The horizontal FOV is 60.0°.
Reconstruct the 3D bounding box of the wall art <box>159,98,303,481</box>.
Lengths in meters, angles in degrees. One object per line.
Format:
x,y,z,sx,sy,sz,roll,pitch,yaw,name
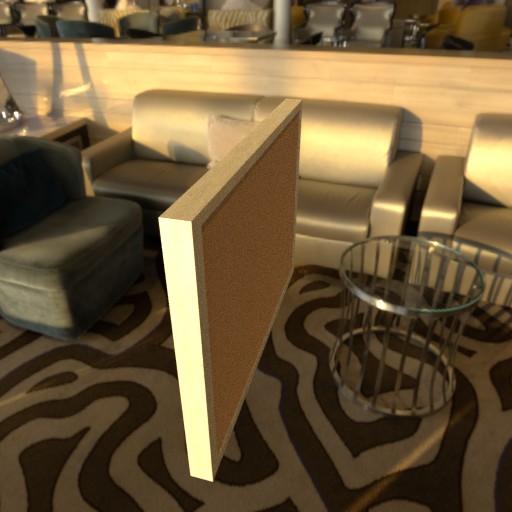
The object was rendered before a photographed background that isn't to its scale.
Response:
0.000,0.000,0.709,0.032,0.380,0.532,8,32,13,wall art
